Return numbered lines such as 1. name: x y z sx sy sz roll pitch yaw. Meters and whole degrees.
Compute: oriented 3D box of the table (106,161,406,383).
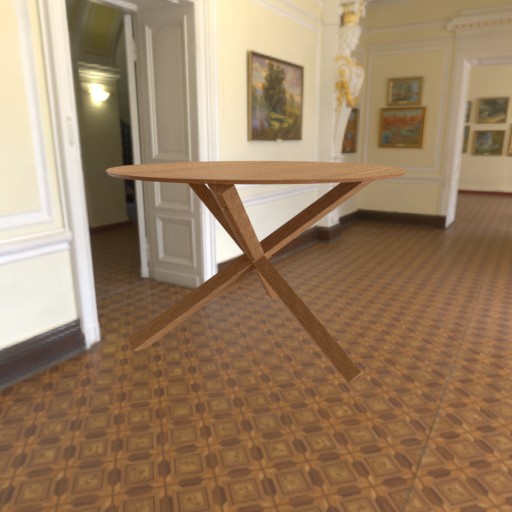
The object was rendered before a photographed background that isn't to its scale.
1. table: 0.000 0.000 1.695 1.038 0.666 1.038 0 15 0
